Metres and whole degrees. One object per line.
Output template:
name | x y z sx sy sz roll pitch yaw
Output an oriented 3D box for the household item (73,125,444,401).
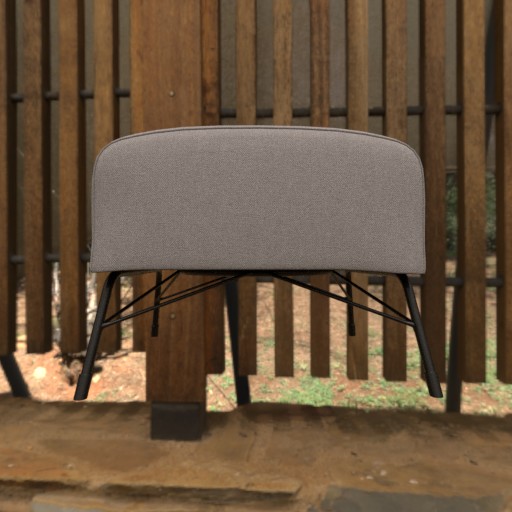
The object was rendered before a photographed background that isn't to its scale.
household item | 0.000 0.000 0.893 0.530 0.410 0.530 0 0 -1
